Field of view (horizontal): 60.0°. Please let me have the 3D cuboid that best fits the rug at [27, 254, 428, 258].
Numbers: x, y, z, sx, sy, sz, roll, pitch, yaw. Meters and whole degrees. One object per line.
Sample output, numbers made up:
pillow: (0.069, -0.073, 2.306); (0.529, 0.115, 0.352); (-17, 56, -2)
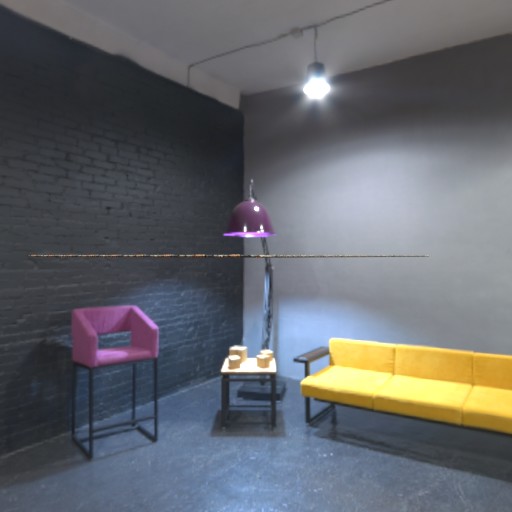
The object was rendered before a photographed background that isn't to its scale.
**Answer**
rug: (0.000, 0.000, 2.298); (1.278, 0.009, 1.730); (0, 0, 36)
